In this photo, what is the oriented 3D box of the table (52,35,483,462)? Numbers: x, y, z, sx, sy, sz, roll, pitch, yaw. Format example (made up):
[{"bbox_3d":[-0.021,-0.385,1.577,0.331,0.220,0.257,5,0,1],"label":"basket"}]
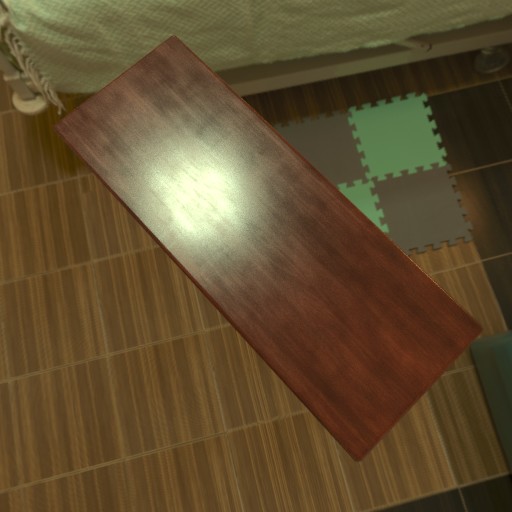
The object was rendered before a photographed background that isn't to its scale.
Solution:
[{"bbox_3d":[0.000,0.000,1.519,0.459,0.740,1.184,-42,80,-10],"label":"table"}]
